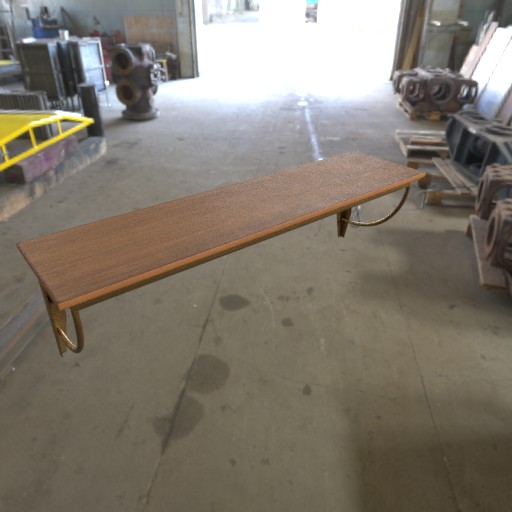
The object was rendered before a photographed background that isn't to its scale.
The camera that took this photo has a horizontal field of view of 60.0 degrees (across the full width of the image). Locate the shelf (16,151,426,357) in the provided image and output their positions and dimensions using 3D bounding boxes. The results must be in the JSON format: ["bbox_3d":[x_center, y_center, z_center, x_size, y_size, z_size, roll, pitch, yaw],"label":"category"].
[{"bbox_3d":[0.000,0.000,0.717,0.636,0.190,0.166,-22,36,-33],"label":"shelf"}]
